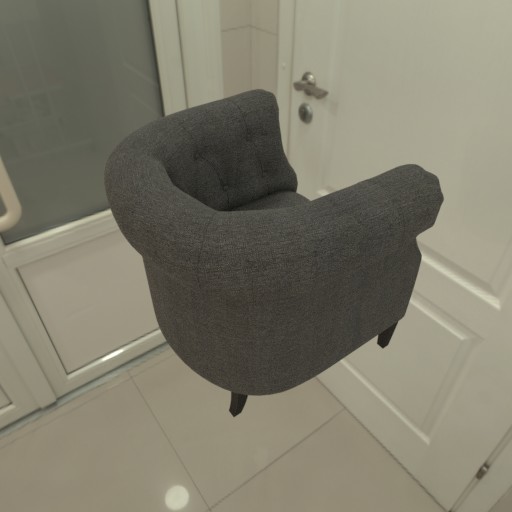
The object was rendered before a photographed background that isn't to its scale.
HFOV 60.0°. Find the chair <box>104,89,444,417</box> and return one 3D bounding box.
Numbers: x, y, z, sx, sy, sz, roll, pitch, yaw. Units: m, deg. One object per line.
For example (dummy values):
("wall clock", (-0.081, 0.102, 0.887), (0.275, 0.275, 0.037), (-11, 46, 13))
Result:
("chair", (0.000, 0.000, 1.542), (0.852, 0.827, 0.905), (-25, 47, -26))
